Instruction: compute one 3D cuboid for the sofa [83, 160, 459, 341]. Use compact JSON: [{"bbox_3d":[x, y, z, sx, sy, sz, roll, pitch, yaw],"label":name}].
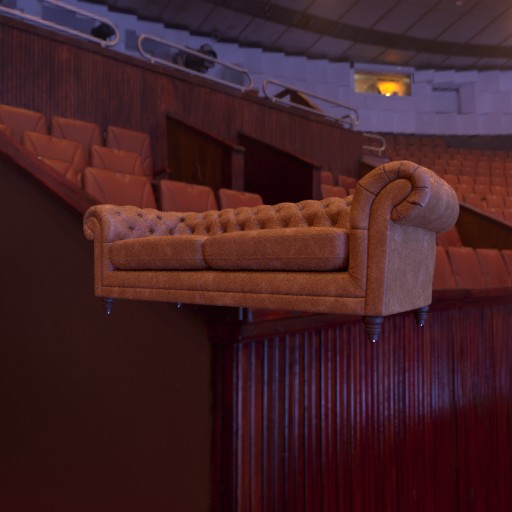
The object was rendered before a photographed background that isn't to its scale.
[{"bbox_3d":[0.000,0.000,2.763,2.365,0.760,0.989,-1,-2,37],"label":"sofa"}]
